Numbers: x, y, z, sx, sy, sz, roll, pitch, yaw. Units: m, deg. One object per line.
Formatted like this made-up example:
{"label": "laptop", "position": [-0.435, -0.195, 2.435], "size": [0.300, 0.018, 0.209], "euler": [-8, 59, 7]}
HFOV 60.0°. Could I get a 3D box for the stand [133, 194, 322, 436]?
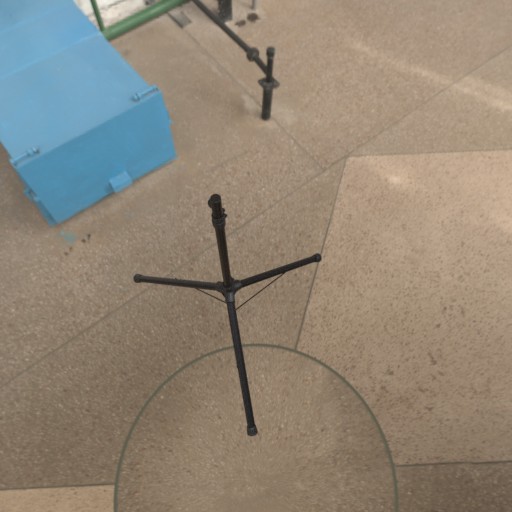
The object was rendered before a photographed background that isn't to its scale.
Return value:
{"label": "stand", "position": [0.000, 0.000, 1.868], "size": [0.907, 1.136, 1.045], "euler": [-34, 68, -16]}
